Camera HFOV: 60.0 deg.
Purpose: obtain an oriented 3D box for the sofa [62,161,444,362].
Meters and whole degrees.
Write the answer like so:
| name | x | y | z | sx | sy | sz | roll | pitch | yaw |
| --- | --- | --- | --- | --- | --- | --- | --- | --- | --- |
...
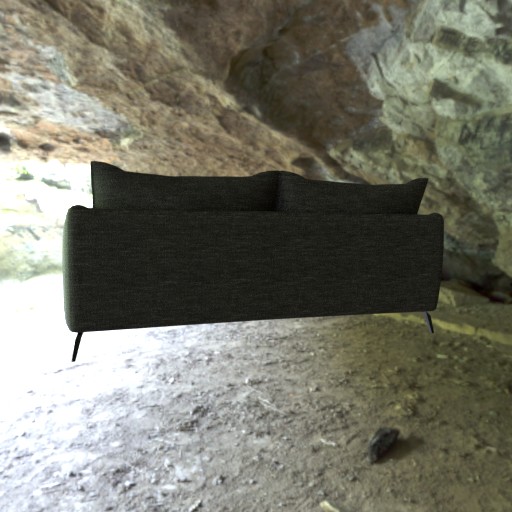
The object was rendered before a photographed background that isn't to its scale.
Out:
| name | x | y | z | sx | sy | sz | roll | pitch | yaw |
| --- | --- | --- | --- | --- | --- | --- | --- | --- | --- |
| sofa | 0.000 | 0.000 | 2.465 | 2.019 | 0.843 | 0.807 | -1 | 2 | -18 |
